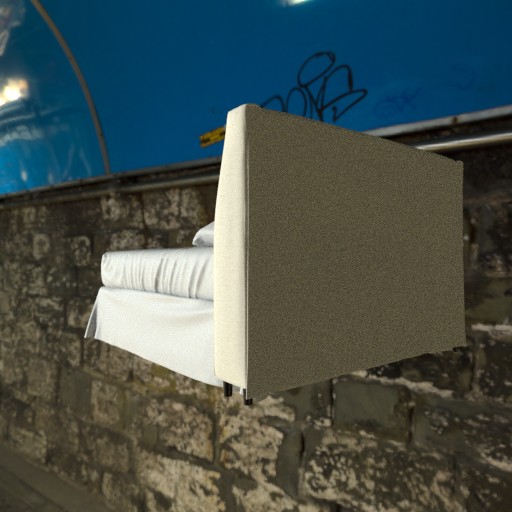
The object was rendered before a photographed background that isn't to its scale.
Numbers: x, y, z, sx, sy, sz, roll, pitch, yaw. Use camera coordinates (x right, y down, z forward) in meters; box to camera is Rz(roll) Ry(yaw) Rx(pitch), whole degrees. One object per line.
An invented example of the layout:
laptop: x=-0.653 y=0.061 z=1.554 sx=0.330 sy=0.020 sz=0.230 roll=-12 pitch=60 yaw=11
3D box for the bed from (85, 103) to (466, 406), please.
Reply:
bed: x=0.000 y=0.000 z=3.354 sx=1.925 sy=1.332 sz=2.276 roll=0 pitch=-1 yaw=-38
